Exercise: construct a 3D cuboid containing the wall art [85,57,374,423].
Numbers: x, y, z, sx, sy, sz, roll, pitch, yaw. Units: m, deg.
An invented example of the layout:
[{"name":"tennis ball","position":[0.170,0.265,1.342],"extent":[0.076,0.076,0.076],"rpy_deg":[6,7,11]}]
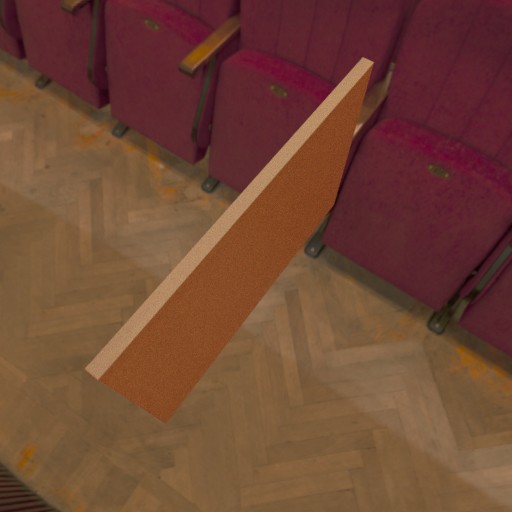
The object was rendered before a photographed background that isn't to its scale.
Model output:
[{"name":"wall art","position":[0.000,0.000,0.780],"extent":[0.021,0.410,0.615],"rpy_deg":[33,68,15]}]
